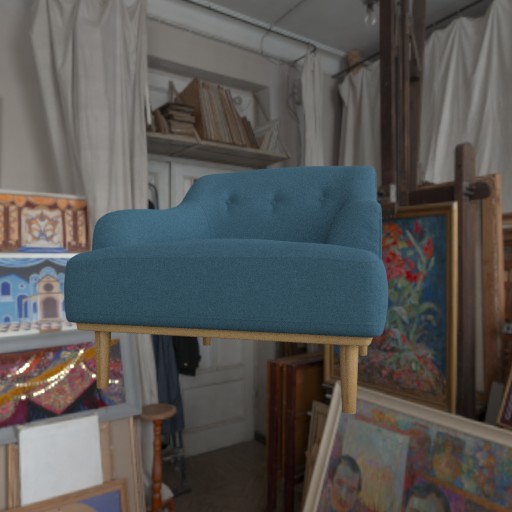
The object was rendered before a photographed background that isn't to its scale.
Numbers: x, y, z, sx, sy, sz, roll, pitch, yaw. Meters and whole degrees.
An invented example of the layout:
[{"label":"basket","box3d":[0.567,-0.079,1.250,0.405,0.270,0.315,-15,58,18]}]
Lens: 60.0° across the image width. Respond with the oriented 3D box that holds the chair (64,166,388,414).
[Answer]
[{"label":"chair","box3d":[0.000,0.000,1.629,0.946,0.818,0.951,0,-1,18]}]
